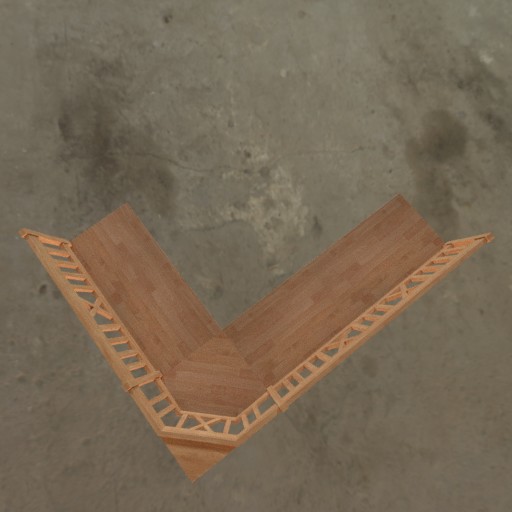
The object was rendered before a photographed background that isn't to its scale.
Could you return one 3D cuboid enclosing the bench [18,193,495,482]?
[{"bbox_3d":[0.000,0.000,2.732,1.937,0.902,1.537,-37,79,-9],"label":"bench"}]
